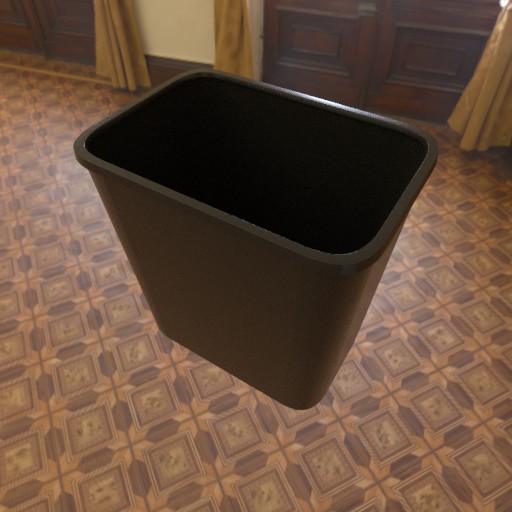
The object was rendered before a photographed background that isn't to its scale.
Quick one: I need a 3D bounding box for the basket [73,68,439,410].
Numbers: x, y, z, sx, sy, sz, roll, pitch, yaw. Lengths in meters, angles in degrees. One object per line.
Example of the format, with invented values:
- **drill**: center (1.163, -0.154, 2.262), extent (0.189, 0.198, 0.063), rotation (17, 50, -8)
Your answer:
- **basket**: center (0.000, 0.000, 0.519), extent (0.300, 0.307, 0.211), rotation (25, 51, 21)
